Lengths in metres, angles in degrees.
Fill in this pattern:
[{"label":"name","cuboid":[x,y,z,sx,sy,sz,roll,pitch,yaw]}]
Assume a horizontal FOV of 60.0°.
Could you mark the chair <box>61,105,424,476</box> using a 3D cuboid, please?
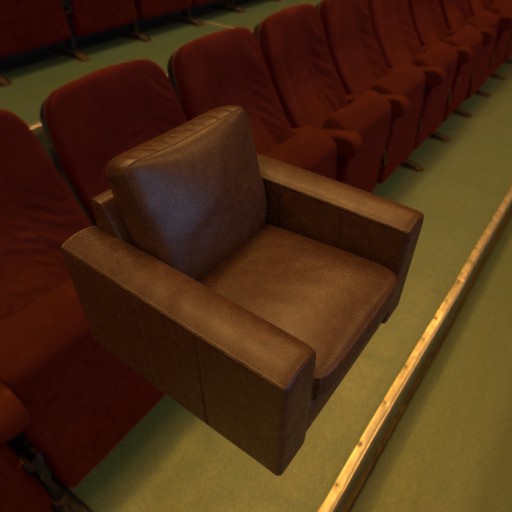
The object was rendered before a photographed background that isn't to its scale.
[{"label":"chair","cuboid":[0.000,0.000,1.736,1.016,0.873,1.005,26,47,27]}]
